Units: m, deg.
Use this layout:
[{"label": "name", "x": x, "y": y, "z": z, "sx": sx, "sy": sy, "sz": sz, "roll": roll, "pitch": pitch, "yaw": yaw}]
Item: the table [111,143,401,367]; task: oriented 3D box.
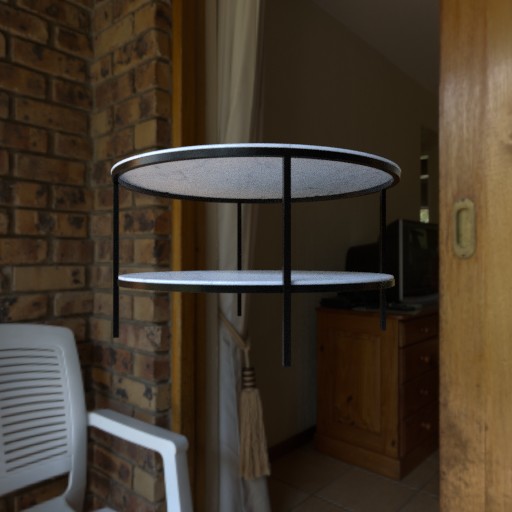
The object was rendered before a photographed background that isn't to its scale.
[{"label": "table", "x": 0.000, "y": 0.000, "z": 1.286, "sx": 0.800, "sy": 0.450, "sz": 0.800, "roll": 0, "pitch": 0, "yaw": 0}]
